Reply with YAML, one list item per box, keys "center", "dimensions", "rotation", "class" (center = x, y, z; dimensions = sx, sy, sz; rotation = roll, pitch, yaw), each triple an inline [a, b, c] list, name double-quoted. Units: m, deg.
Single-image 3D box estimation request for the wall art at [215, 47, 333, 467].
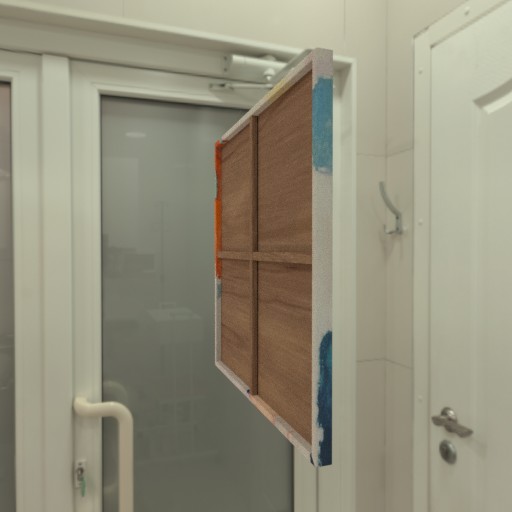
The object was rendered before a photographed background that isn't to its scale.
- center: [0.000, 0.000, 1.246]
  dimensions: [0.037, 0.814, 0.814]
  rotation: [0, 1, -19]
  class: "wall art"
